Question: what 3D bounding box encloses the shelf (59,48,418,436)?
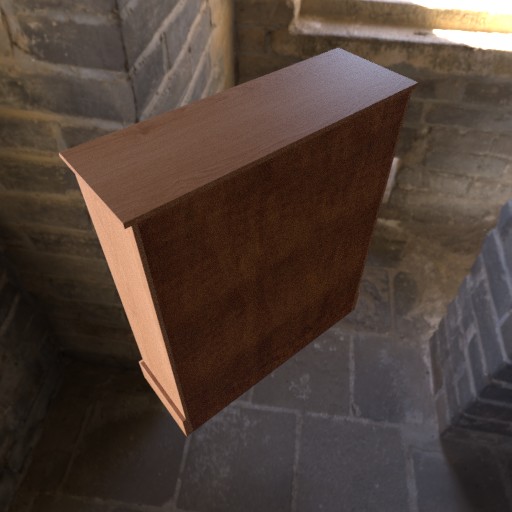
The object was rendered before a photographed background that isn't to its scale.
[{"bbox_3d":[0.000,0.000,1.394,0.840,0.980,0.291,-31,54,-26],"label":"shelf"}]
